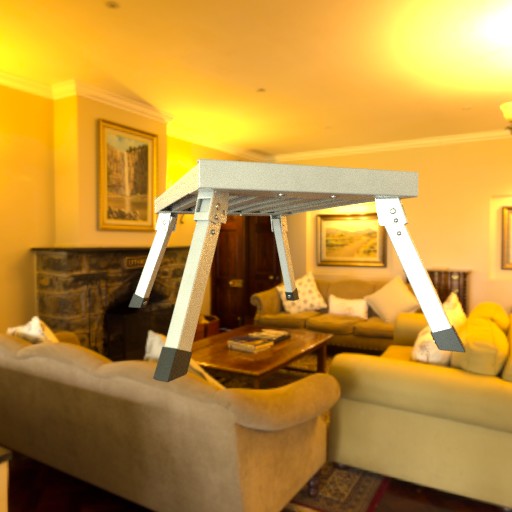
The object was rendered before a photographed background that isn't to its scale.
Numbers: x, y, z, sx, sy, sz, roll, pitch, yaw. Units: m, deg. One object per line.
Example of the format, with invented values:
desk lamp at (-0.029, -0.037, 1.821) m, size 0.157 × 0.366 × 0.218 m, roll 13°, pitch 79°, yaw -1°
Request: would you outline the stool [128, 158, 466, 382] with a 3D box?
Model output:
stool at (0.000, 0.000, 0.735) m, size 0.385 × 0.225 × 0.535 m, roll -1°, pitch 2°, yaw -19°
